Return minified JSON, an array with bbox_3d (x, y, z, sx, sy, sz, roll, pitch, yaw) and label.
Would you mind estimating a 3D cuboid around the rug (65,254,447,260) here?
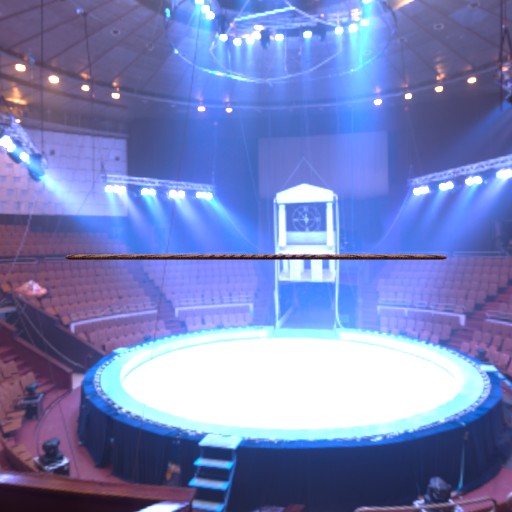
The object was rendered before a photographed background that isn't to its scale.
[{"bbox_3d":[0.000,0.000,2.973,1.539,0.023,2.406,0,0,0],"label":"rug"}]
